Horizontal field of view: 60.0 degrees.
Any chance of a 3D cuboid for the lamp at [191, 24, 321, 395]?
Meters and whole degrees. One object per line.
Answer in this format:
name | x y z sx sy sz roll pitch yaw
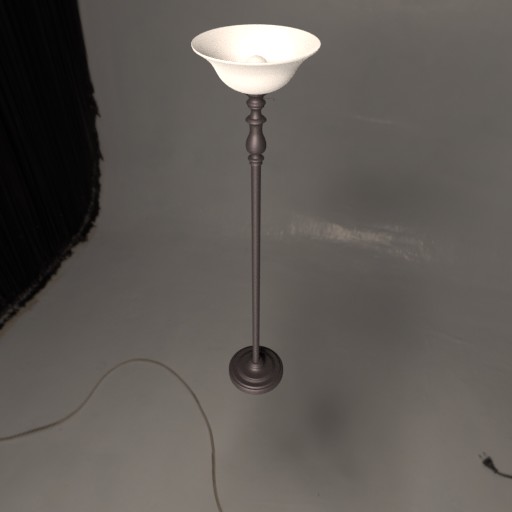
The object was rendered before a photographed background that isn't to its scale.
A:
lamp | 0.000 0.000 1.988 0.405 1.797 0.405 11 43 12
